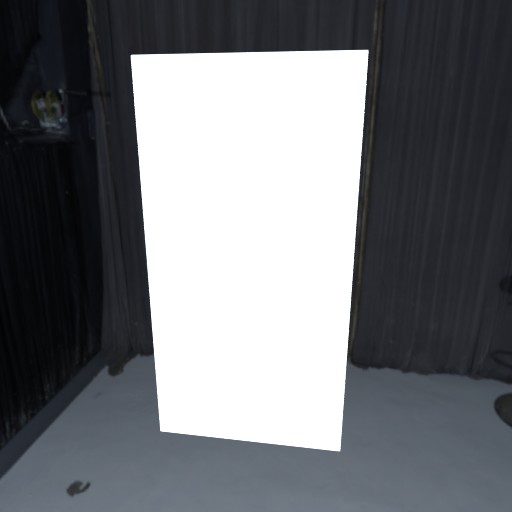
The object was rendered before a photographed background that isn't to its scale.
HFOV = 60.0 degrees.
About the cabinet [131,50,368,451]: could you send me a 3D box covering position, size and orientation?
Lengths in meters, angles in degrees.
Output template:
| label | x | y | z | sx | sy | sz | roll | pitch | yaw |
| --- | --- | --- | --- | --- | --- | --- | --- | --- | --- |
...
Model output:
| label | x | y | z | sx | sy | sz | roll | pitch | yaw |
| --- | --- | --- | --- | --- | --- | --- | --- | --- | --- |
| cabinet | 0.000 | 0.000 | 2.368 | 0.980 | 1.920 | 0.580 | 3 | 18 | 9 |
